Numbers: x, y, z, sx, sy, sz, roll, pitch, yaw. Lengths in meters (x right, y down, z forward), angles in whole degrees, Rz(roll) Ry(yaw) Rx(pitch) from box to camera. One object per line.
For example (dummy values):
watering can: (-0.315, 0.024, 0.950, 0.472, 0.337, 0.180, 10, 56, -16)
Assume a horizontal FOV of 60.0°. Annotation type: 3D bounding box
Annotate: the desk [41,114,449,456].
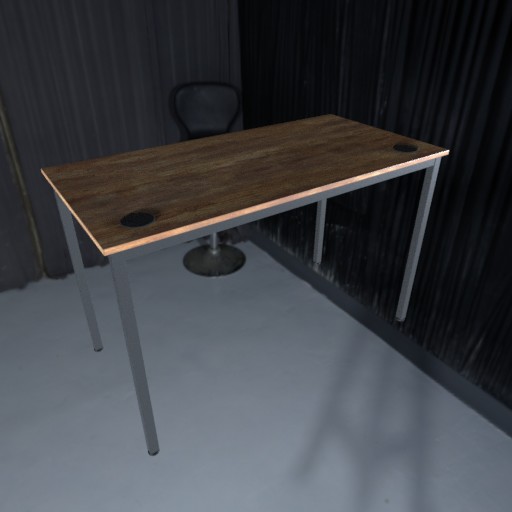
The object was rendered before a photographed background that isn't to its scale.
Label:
desk: (0.000, 0.000, 1.639, 1.200, 0.749, 0.600, -20, 36, -29)
